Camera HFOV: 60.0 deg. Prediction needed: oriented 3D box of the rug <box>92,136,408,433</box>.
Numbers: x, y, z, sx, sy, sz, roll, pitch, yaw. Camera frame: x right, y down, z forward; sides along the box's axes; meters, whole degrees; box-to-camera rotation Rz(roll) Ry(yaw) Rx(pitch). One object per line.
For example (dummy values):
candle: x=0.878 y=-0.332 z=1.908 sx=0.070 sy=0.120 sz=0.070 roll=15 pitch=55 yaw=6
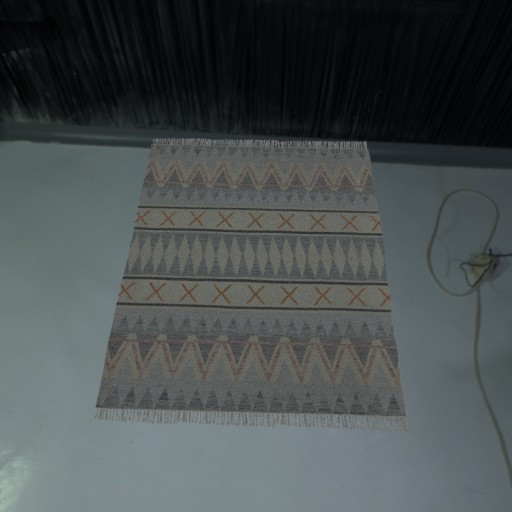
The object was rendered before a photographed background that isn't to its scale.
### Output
rug: x=0.000 y=0.000 z=4.059 sx=2.371 sy=0.012 sz=3.000 roll=1 pitch=59 yaw=1
